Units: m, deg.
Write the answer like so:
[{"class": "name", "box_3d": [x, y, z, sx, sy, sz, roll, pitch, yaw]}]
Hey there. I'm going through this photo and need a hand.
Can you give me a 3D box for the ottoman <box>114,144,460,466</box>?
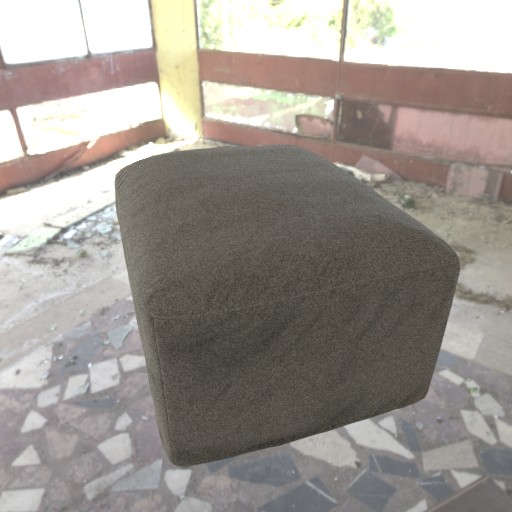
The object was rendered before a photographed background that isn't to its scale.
[{"class": "ottoman", "box_3d": [0.000, 0.000, 1.216, 0.683, 0.481, 0.837, -10, 32, -17]}]
